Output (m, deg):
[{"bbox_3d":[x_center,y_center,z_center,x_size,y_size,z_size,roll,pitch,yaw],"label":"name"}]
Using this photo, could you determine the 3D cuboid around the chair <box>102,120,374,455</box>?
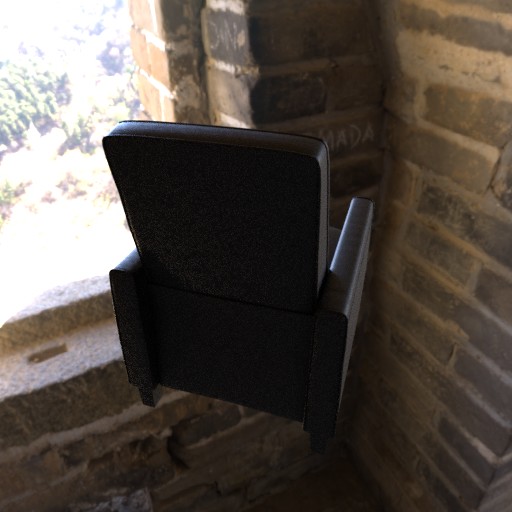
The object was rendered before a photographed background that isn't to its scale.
[{"bbox_3d":[0.000,0.000,1.486,0.705,1.013,0.746,9,32,15],"label":"chair"}]
